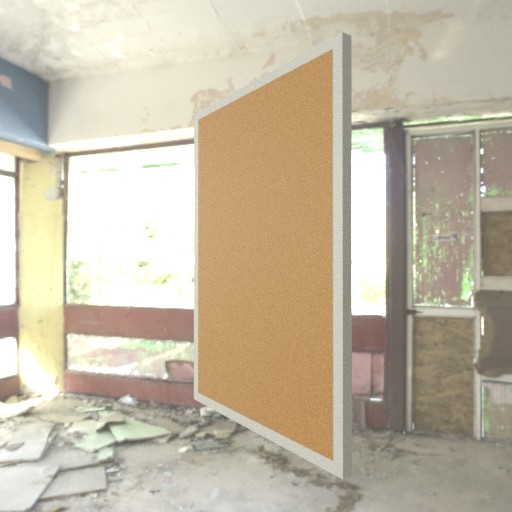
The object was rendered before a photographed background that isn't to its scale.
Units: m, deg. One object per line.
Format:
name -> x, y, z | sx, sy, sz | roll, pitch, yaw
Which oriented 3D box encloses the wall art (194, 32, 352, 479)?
wall art -> 0.000, 0.000, 0.555 | 0.013, 0.433, 0.303 | 0, 0, -36
